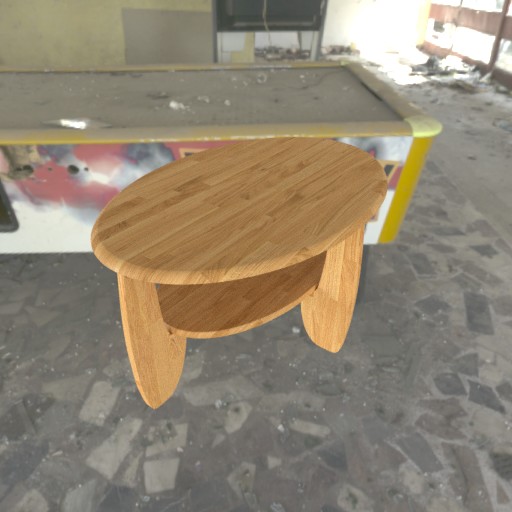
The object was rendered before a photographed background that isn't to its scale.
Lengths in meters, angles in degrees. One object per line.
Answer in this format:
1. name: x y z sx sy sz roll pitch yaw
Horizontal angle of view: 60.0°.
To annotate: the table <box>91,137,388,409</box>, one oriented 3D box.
1. table: 0.000 0.000 1.418 0.690 0.490 1.040 21 38 29
